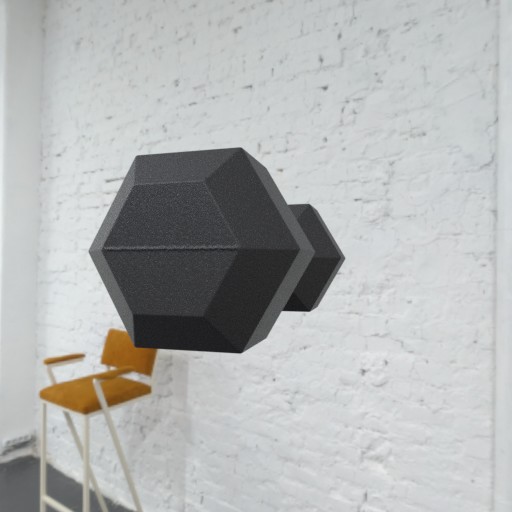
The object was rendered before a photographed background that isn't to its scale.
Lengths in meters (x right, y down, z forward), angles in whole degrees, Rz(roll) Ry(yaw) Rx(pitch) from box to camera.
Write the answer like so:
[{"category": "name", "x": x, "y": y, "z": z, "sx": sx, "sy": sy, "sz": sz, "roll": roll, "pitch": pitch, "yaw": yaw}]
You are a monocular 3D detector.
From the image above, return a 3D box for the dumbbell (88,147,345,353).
[{"category": "dumbbell", "x": 0.000, "y": 0.000, "z": 0.419, "sx": 0.141, "sy": 0.123, "sz": 0.356, "roll": 0, "pitch": -1, "yaw": 16}]
